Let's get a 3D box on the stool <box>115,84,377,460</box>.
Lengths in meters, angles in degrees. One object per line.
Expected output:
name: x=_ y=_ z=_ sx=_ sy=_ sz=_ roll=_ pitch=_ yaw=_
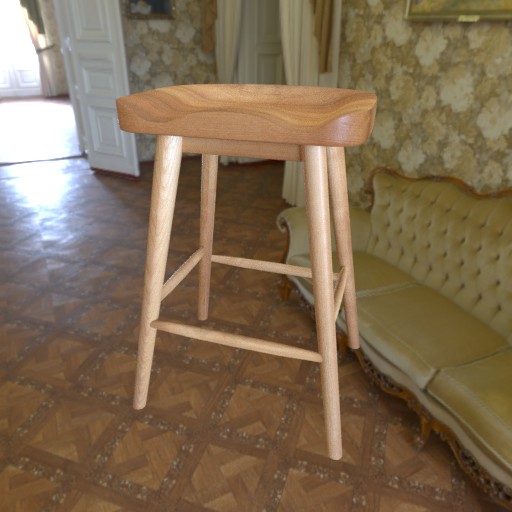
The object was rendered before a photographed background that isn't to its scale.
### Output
stool: x=0.000 y=0.000 z=0.889 sx=0.440 sy=0.615 sz=0.361 roll=8 pitch=28 yaw=15
